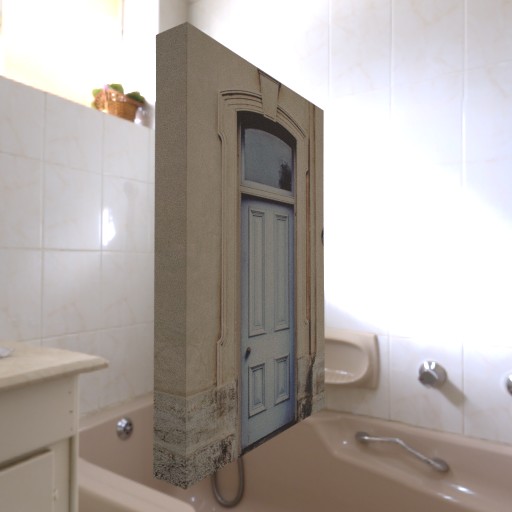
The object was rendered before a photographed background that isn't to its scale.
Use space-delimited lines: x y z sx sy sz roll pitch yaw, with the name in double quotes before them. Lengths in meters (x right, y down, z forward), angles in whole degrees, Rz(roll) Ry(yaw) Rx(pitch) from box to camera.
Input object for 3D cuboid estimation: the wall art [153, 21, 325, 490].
"wall art" 0.000 0.000 0.475 0.038 0.381 0.254 -1 -2 35
